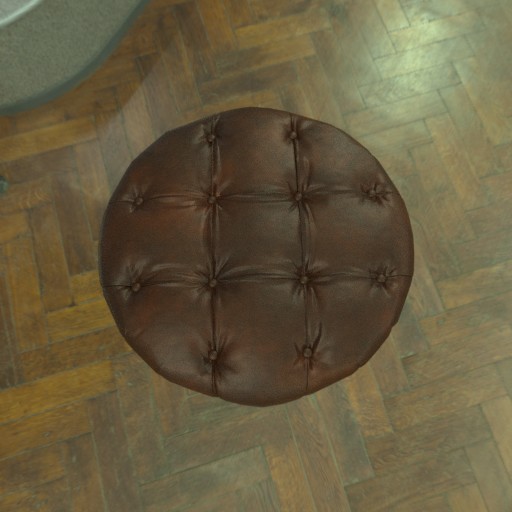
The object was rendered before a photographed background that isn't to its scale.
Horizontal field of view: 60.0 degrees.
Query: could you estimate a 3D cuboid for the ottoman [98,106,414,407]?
[{"bbox_3d":[0.000,0.000,1.397,0.901,0.455,0.901,0,75,0],"label":"ottoman"}]
